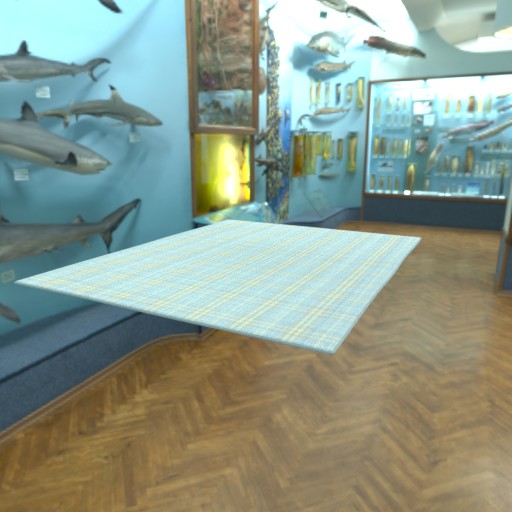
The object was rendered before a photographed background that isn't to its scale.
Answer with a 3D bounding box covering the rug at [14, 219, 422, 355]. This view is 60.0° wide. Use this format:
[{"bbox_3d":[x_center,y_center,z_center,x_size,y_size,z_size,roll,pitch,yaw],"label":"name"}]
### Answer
[{"bbox_3d":[0.000,0.000,4.039,2.462,0.030,3.066,7,16,27],"label":"rug"}]
